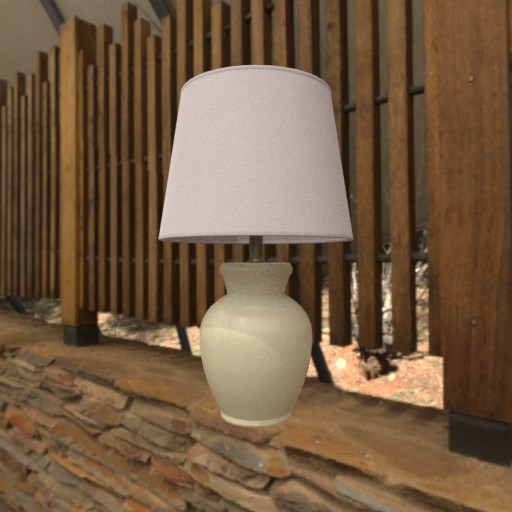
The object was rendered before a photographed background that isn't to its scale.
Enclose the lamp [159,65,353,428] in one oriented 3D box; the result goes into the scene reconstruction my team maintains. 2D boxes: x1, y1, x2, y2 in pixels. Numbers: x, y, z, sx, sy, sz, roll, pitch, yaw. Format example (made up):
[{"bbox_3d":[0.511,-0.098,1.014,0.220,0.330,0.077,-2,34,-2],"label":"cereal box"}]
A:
[{"bbox_3d":[0.000,0.000,0.557,0.239,0.399,0.239,0,-1,0],"label":"lamp"}]
